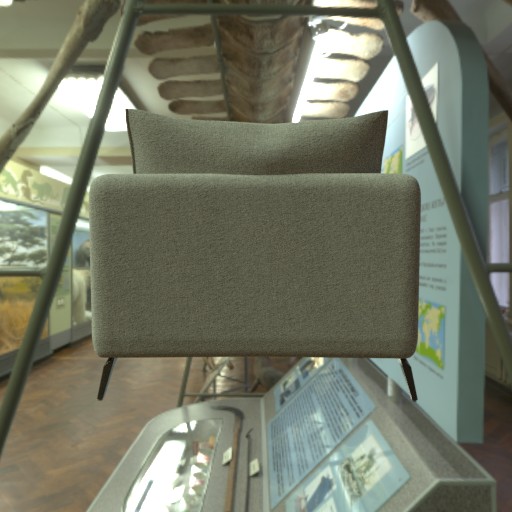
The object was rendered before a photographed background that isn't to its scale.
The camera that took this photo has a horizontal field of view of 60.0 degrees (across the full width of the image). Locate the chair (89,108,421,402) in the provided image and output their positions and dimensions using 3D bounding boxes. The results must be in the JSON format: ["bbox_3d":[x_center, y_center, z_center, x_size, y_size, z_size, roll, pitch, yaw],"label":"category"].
[{"bbox_3d":[0.000,0.000,1.642,1.029,0.856,0.801,0,0,1],"label":"chair"}]
